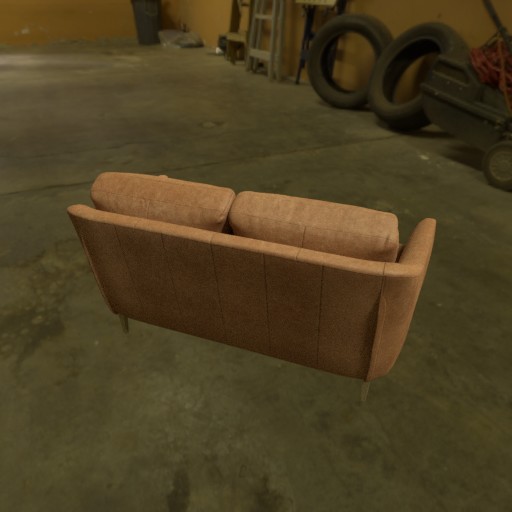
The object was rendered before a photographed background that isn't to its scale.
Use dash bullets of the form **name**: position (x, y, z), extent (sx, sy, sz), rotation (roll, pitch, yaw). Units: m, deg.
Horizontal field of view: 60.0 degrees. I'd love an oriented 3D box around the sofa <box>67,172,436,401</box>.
- **sofa**: position (0.000, 0.000, 2.201), extent (1.619, 0.902, 0.960), rotation (11, 33, 18)
